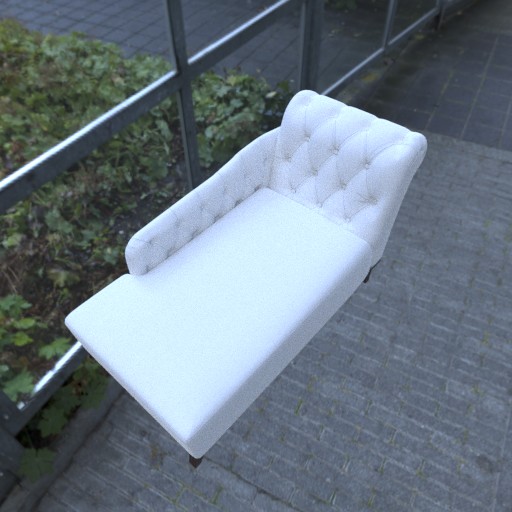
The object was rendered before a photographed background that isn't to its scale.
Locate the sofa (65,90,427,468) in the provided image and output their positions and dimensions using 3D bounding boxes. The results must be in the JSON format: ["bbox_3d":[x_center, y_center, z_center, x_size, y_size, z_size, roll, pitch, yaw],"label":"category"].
[{"bbox_3d":[0.000,0.000,1.791,0.675,0.787,1.379,33,55,27],"label":"sofa"}]
